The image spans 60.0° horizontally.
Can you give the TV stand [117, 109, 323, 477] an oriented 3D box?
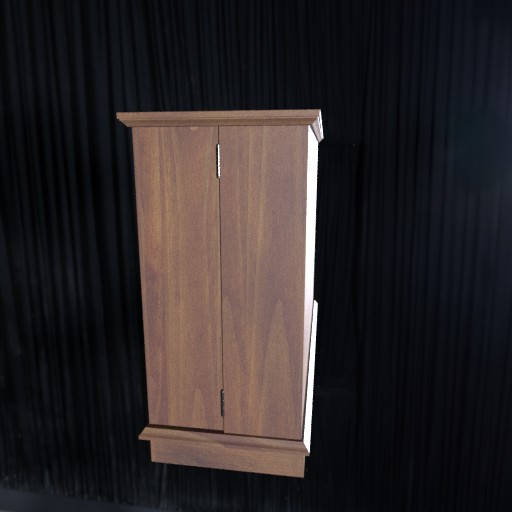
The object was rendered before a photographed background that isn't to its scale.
[{"bbox_3d":[0.000,0.000,1.466,0.406,0.813,1.067,2,13,8],"label":"TV stand"}]
